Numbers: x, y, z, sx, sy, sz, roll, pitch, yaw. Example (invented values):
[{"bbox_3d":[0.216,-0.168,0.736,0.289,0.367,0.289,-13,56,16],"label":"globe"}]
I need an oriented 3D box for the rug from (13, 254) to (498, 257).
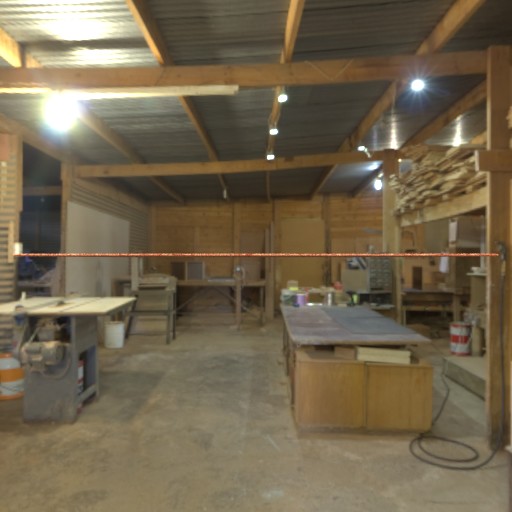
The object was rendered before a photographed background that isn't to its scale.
[{"bbox_3d":[0.000,0.000,3.994,3.050,0.016,2.441,0,0,0],"label":"rug"}]
